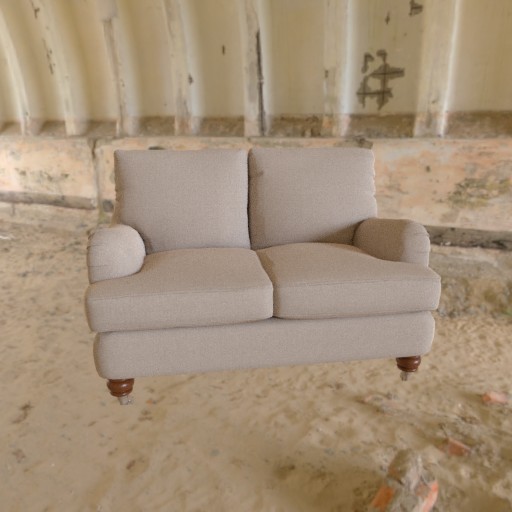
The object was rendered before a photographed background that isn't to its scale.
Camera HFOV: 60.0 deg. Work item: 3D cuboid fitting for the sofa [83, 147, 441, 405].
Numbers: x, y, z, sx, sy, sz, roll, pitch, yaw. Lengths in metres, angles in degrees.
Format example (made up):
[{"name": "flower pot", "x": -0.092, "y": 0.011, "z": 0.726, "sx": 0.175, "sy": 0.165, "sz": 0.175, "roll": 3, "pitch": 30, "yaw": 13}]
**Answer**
[{"name": "sofa", "x": 0.000, "y": 0.000, "z": 2.246, "sx": 1.508, "sy": 1.048, "sz": 1.087, "roll": -2, "pitch": 17, "yaw": -8}]
